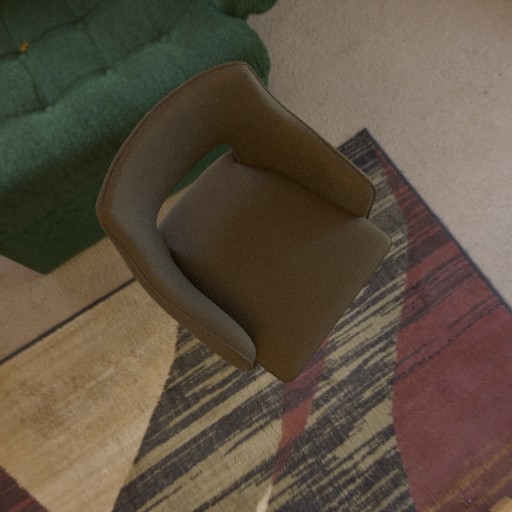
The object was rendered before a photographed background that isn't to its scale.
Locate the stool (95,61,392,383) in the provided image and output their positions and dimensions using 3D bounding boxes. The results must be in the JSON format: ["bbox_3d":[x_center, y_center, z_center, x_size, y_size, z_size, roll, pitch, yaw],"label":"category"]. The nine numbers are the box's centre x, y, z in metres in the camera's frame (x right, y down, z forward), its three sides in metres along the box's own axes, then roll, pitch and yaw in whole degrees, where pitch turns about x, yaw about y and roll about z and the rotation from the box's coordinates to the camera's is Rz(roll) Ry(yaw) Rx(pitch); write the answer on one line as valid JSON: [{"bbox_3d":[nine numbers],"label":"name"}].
[{"bbox_3d":[0.000,0.000,1.247,0.558,0.912,0.548,37,78,9],"label":"stool"}]
